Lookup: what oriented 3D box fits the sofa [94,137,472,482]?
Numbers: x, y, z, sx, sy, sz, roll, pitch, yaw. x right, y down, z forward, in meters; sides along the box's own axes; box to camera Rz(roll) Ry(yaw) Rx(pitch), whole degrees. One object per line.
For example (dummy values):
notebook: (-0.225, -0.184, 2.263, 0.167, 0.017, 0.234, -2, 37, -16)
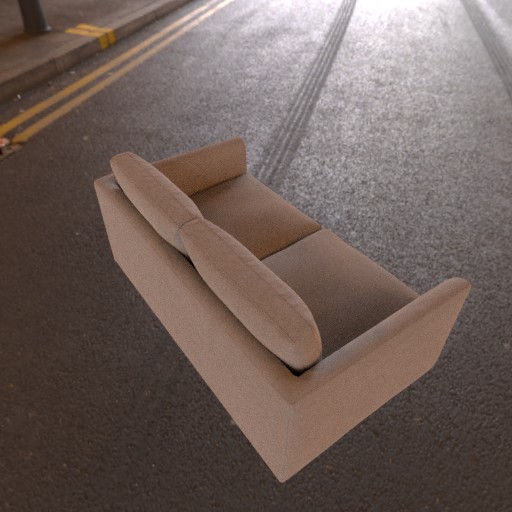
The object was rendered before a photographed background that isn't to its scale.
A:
sofa: (0.000, 0.000, 2.499, 1.091, 0.839, 1.905, -25, 46, -27)
